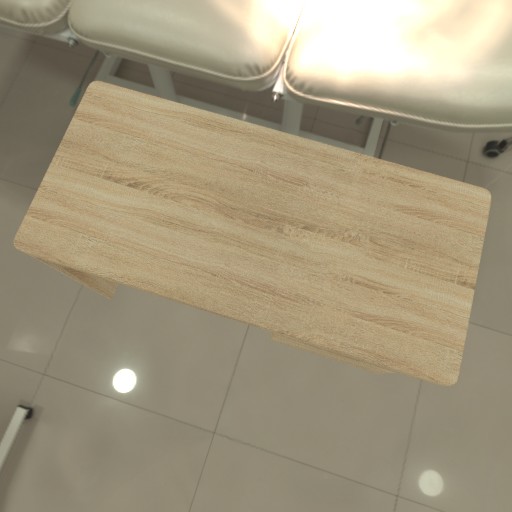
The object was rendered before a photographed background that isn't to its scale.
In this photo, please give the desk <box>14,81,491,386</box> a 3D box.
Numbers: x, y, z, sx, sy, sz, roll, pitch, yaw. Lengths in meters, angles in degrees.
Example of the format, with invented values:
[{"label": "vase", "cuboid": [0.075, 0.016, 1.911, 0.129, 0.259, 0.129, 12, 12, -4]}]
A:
[{"label": "desk", "cuboid": [0.000, 0.000, 1.566, 1.200, 0.760, 0.550, 17, 75, 5]}]
